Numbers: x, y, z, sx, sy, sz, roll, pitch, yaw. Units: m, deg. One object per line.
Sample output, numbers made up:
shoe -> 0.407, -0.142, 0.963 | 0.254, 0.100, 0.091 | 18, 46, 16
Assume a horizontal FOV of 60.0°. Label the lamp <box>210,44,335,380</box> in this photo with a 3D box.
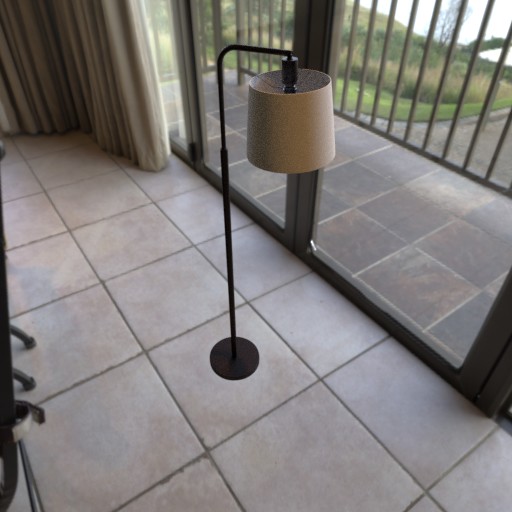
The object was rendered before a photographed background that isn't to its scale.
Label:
lamp -> 0.000, 0.000, 1.649 | 0.508, 1.478, 0.254 | 26, 47, 27
